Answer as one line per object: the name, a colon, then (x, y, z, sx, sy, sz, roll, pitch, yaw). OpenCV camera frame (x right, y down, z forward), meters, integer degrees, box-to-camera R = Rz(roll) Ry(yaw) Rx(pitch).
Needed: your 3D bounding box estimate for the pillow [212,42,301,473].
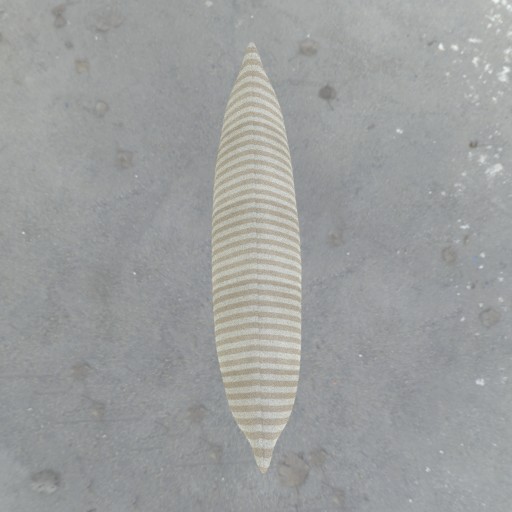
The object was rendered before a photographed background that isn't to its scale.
pillow: (0.000, 0.000, 0.755, 0.151, 0.295, 0.617, -1, 77, 0)
